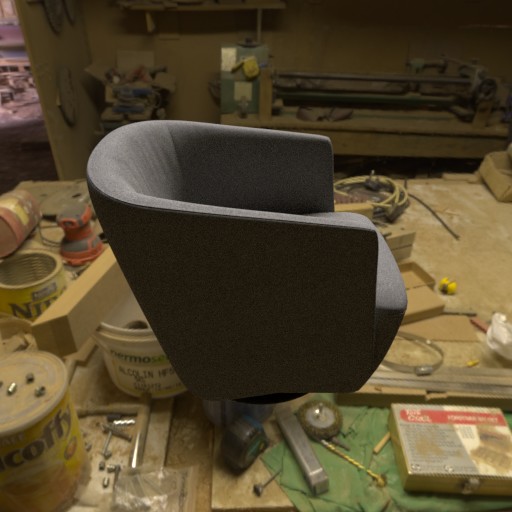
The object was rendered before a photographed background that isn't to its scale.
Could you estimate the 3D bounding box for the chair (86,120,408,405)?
[{"bbox_3d":[0.000,0.000,1.611,0.986,0.861,0.822,0,32,-1],"label":"chair"}]
